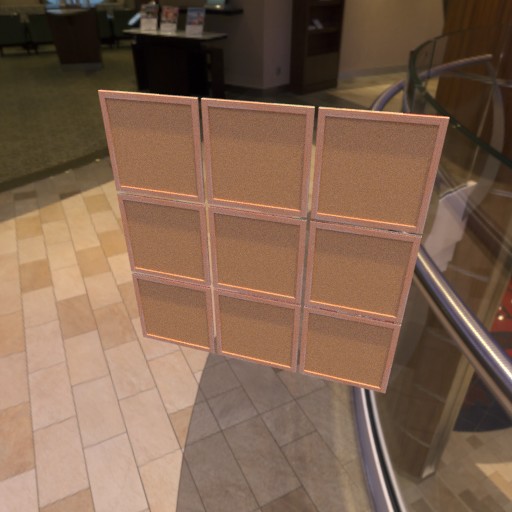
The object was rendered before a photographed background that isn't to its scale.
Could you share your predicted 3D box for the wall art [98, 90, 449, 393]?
[{"bbox_3d":[0.000,0.000,1.811,1.216,1.220,0.013,10,34,15],"label":"wall art"}]
